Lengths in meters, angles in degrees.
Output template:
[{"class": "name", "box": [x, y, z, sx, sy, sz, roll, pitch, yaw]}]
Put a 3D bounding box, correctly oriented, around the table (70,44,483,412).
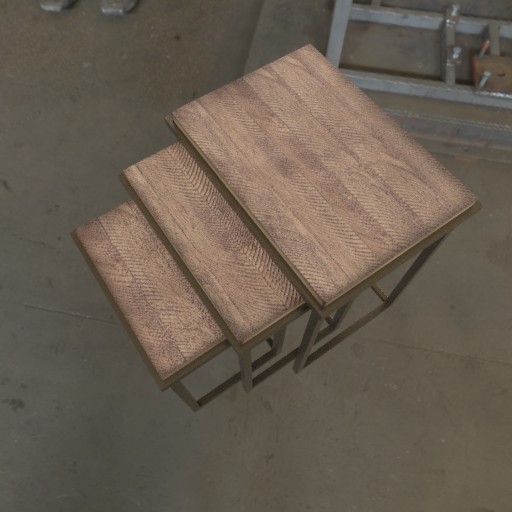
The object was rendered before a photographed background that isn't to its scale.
[{"class": "table", "box": [0.000, 0.000, 1.142, 0.706, 0.610, 0.559, -32, 68, -15]}]
